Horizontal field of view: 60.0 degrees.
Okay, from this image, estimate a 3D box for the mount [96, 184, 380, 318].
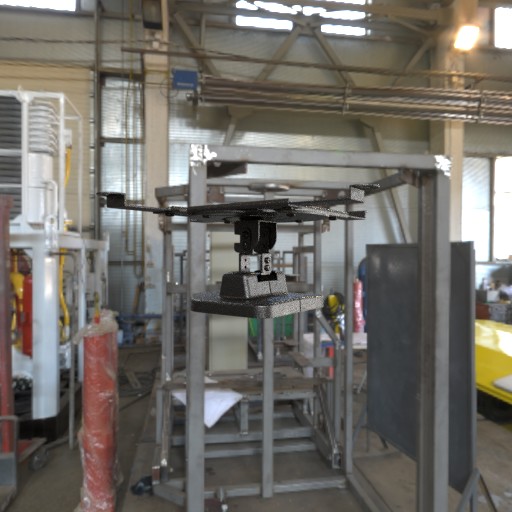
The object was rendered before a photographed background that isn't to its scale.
[{"bbox_3d":[0.000,0.000,0.603,0.394,0.141,0.394,0,1,36],"label":"mount"}]
